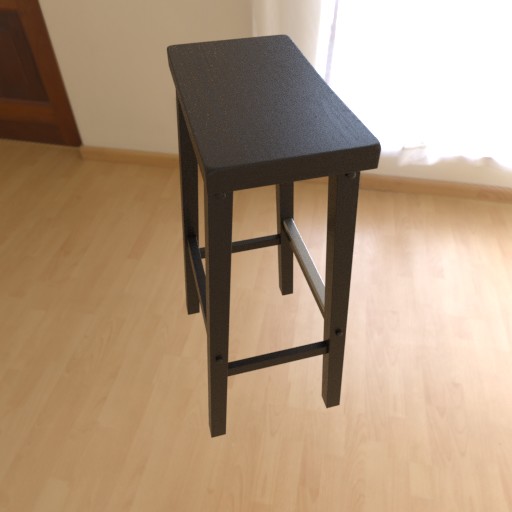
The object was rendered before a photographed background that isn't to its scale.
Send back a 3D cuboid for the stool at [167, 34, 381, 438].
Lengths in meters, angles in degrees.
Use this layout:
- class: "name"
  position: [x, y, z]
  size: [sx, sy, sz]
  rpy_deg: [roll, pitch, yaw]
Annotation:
- class: "stool"
  position: [0.000, 0.000, 0.945]
  size: [0.322, 0.742, 0.406]
  rpy_deg: [-11, 46, -10]
